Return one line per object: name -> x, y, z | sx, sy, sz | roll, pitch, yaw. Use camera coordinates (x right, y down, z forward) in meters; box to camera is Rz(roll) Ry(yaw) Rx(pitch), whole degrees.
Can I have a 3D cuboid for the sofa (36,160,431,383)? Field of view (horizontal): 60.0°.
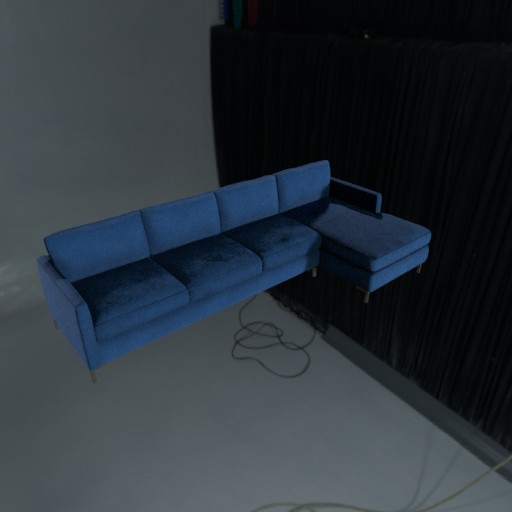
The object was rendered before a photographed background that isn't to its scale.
sofa -> 0.000, 0.000, 3.517 | 2.932, 0.810, 1.350 | -22, 36, -34
